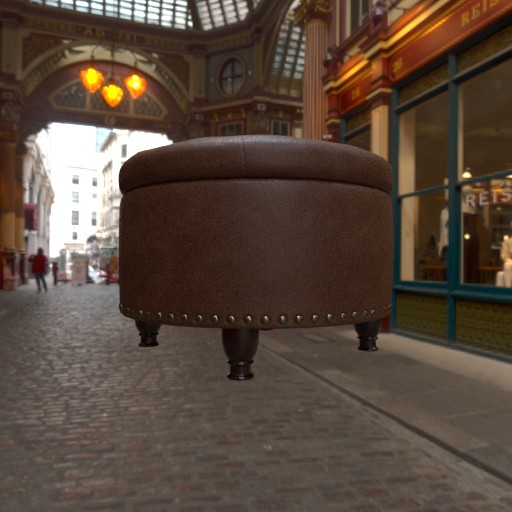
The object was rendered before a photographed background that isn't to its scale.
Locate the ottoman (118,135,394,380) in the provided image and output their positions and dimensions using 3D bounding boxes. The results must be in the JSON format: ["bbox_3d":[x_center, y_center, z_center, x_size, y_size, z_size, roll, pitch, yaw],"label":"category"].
[{"bbox_3d":[0.000,0.000,1.074,0.637,0.442,0.637,0,0,0],"label":"ottoman"}]
